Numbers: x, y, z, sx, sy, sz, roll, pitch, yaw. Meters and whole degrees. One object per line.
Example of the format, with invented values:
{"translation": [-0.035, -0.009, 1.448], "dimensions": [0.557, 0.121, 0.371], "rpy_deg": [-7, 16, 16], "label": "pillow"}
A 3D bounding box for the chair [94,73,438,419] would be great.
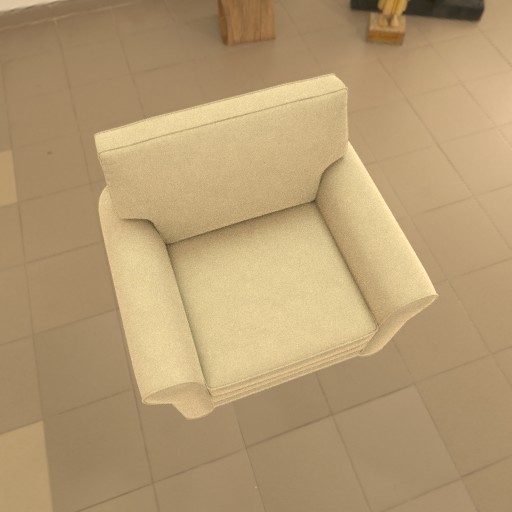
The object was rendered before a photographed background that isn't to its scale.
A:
{"translation": [0.000, 0.000, 1.706], "dimensions": [1.040, 0.955, 0.863], "rpy_deg": [-17, 64, -9], "label": "chair"}
